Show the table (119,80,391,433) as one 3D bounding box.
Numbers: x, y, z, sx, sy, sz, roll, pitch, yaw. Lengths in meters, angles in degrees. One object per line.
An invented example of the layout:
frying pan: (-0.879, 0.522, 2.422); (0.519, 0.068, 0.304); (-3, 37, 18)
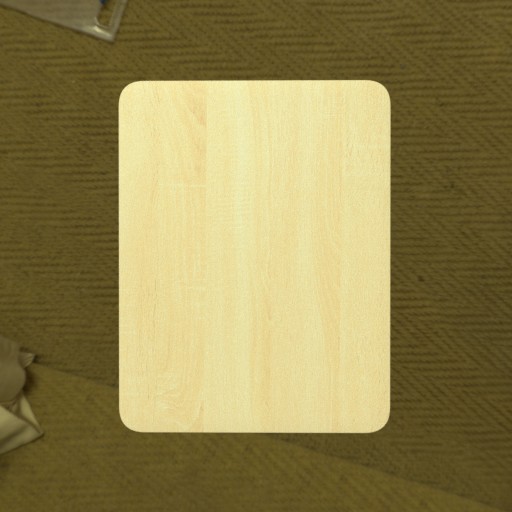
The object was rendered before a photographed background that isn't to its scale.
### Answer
table: (0.000, 0.000, 0.879); (0.370, 0.550, 0.480); (0, 90, 0)
